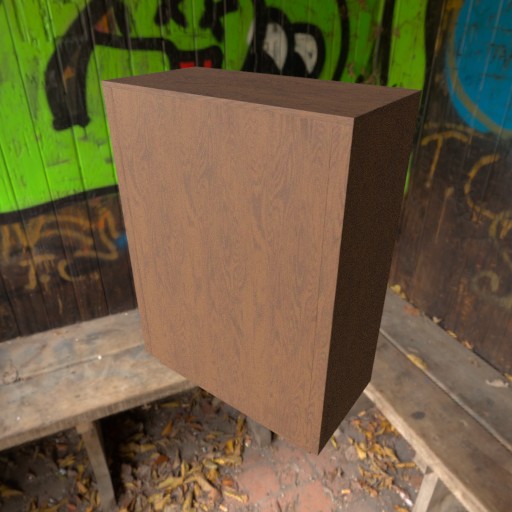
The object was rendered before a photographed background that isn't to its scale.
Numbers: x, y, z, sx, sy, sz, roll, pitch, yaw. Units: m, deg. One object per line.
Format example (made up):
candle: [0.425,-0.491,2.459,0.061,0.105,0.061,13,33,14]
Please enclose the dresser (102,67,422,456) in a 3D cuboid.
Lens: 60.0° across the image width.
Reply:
dresser: [0.000,0.000,1.807,0.964,1.320,0.516,20,36,31]
